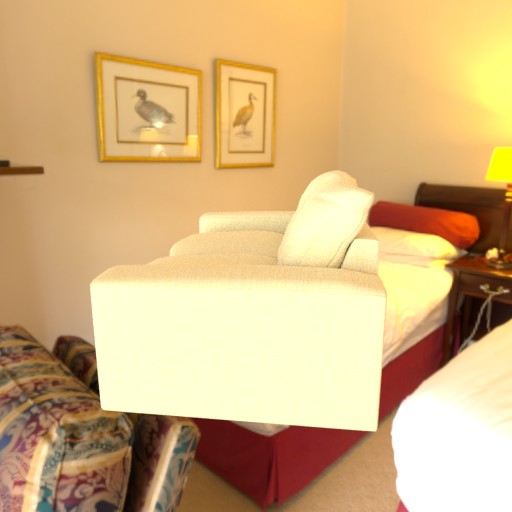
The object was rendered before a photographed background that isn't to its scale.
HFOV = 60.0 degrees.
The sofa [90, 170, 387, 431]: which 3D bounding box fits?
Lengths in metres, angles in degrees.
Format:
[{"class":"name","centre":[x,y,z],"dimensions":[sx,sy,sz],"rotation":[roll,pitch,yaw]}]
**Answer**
[{"class":"sofa","centre":[0.000,0.000,2.363],"dimensions":[1.091,0.875,1.754],"rotation":[2,14,7]}]
